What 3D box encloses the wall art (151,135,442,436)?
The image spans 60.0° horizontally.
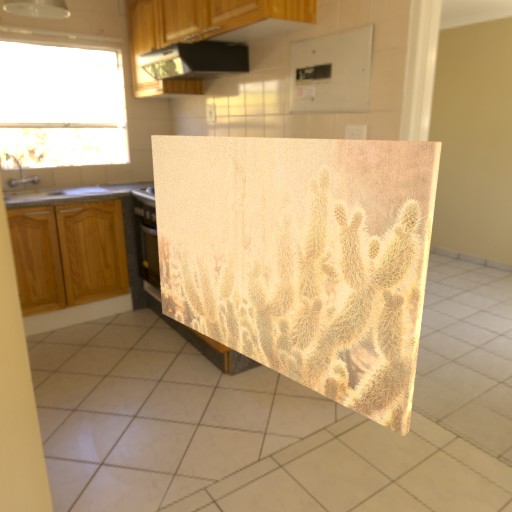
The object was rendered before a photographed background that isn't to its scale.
[{"bbox_3d":[0.000,0.000,1.962,0.038,1.012,1.525,-16,22,-43],"label":"wall art"}]
